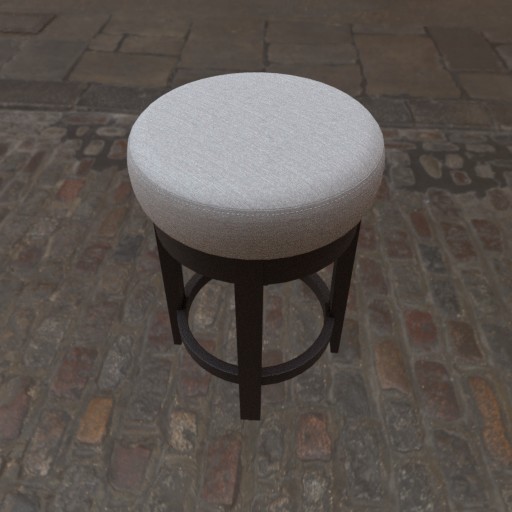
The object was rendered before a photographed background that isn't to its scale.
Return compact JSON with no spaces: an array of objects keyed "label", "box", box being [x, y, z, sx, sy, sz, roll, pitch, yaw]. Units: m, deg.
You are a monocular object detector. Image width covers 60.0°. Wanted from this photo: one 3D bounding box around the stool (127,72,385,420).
[{"label":"stool","box":[0.000,0.000,0.970,0.443,0.672,0.443,0,46,0]}]
